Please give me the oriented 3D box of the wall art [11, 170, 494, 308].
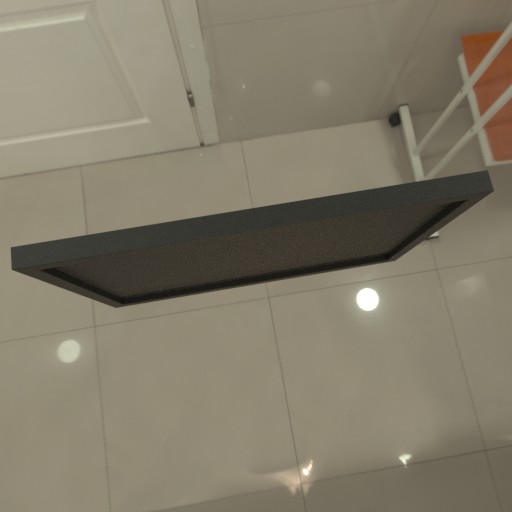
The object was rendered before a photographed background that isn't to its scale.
[{"bbox_3d":[0.000,0.000,0.550,0.443,0.301,0.021,-9,77,-2],"label":"wall art"}]
